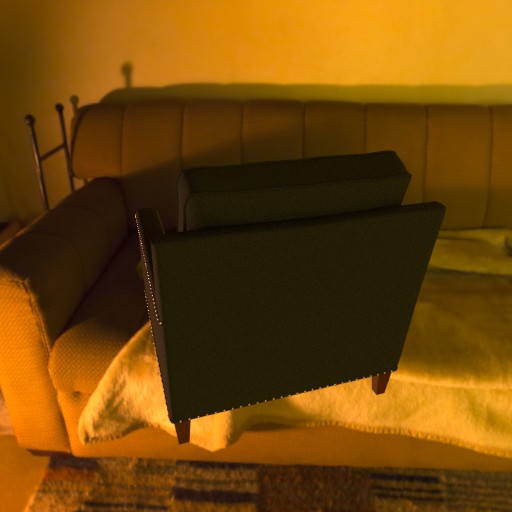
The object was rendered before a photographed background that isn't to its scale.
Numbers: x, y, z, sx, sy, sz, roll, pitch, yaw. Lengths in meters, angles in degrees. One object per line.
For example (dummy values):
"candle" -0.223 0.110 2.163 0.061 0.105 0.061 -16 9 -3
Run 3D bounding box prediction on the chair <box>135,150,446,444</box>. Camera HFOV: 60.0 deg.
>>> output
"chair" 0.000 0.000 1.740 0.853 0.943 1.014 -8 27 -16
